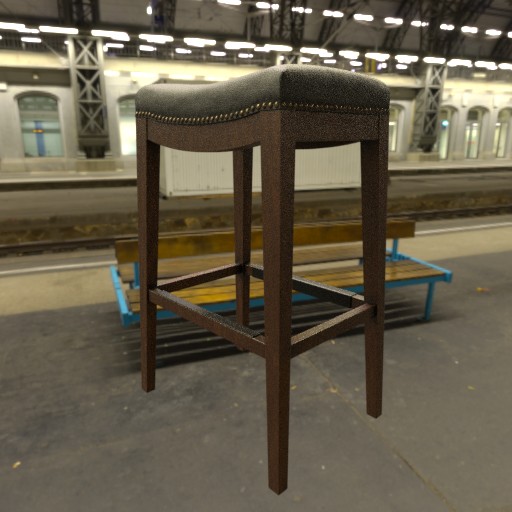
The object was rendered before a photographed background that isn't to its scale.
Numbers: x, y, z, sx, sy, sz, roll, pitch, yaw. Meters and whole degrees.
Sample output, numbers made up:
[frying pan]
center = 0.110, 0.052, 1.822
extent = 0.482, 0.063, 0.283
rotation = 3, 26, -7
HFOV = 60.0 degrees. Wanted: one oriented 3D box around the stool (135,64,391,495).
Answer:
[stool]
center = 0.000, 0.000, 1.021
extent = 0.361, 0.765, 0.500
rotation = -14, 21, -42
